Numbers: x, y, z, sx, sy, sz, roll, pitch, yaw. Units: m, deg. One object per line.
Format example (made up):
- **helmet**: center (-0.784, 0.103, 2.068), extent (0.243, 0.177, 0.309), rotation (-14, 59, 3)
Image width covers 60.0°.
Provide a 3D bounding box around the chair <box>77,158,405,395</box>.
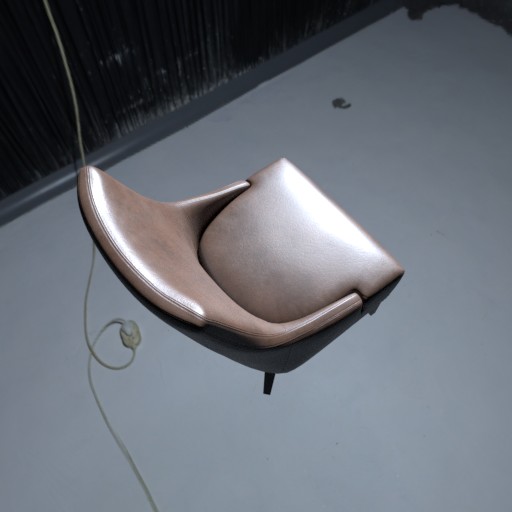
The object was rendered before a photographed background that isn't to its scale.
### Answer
- **chair**: center (0.000, 0.000, 1.506), extent (0.861, 0.909, 0.701), rotation (-34, 65, -18)
